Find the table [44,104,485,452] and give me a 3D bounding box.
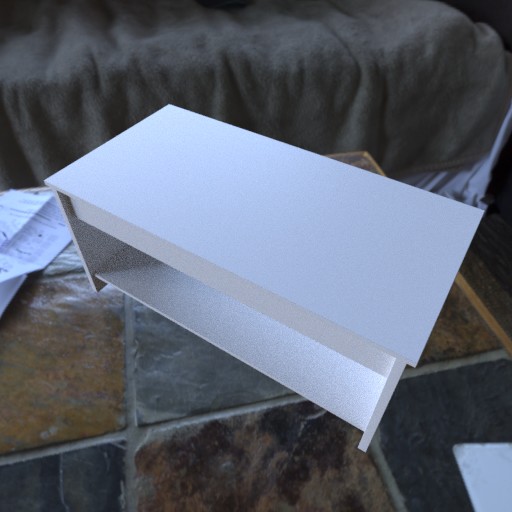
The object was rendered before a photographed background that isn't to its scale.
[{"bbox_3d":[0.000,0.000,1.275,1.000,0.441,0.500,25,51,22],"label":"table"}]
